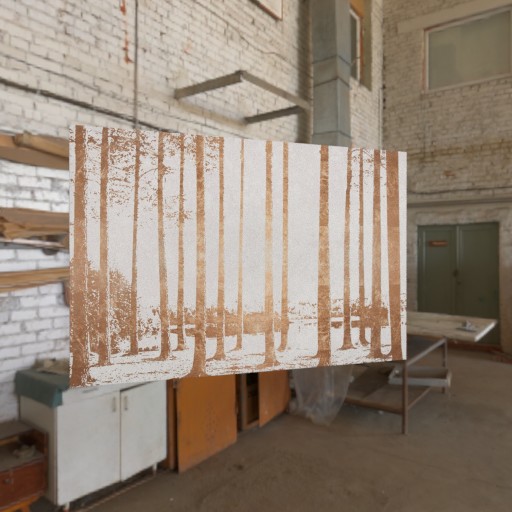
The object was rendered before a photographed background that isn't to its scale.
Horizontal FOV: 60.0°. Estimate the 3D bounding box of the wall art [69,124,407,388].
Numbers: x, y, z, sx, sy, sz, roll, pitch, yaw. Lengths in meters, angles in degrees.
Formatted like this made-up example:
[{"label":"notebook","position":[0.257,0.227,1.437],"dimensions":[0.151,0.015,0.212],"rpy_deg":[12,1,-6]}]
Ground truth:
[{"label":"wall art","position":[0.000,0.000,1.177],"dimensions":[0.914,0.609,0.035],"rpy_deg":[0,0,-18]}]
